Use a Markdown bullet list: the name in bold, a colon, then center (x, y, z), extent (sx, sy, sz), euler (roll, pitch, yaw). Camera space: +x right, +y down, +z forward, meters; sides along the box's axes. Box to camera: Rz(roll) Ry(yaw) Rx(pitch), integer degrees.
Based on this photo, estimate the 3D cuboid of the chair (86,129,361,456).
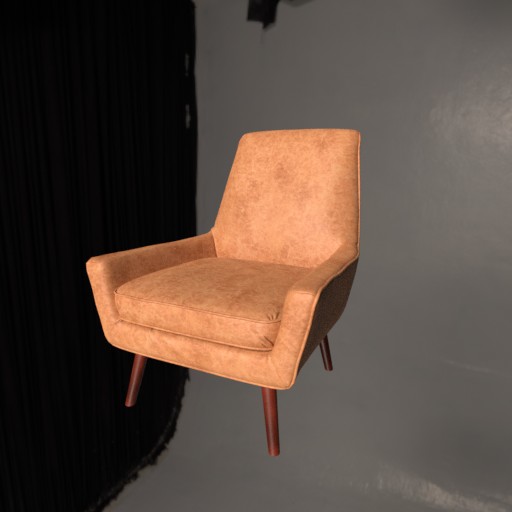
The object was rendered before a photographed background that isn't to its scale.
- **chair**: center (0.000, 0.000, 1.530), extent (0.753, 0.883, 0.851), euler (6, 14, 28)
